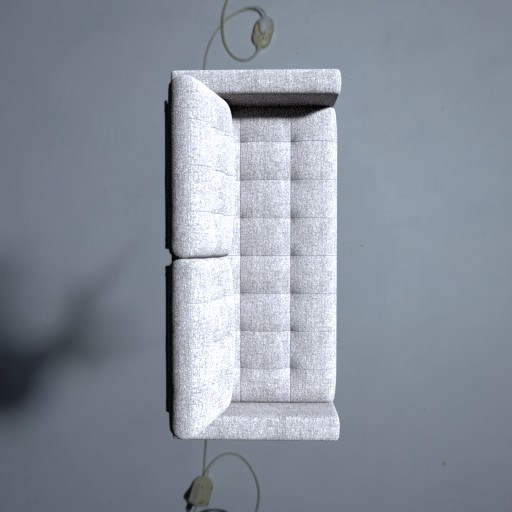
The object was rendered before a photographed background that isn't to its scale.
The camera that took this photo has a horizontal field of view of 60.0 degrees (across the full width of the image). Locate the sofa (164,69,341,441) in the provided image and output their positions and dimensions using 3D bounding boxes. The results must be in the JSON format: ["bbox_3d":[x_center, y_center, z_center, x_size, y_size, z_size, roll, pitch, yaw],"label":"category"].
[{"bbox_3d":[0.000,0.000,2.320,0.863,0.902,1.821,0,91,1],"label":"sofa"}]
